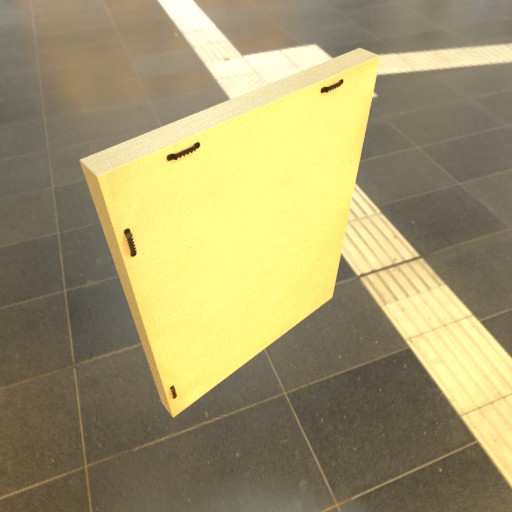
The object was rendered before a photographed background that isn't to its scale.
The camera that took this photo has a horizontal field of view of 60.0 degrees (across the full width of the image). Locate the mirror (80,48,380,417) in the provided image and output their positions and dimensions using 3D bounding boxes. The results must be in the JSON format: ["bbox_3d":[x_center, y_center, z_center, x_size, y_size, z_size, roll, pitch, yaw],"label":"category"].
[{"bbox_3d":[0.000,0.000,0.683,0.406,0.509,0.041,-32,54,-27],"label":"mirror"}]
